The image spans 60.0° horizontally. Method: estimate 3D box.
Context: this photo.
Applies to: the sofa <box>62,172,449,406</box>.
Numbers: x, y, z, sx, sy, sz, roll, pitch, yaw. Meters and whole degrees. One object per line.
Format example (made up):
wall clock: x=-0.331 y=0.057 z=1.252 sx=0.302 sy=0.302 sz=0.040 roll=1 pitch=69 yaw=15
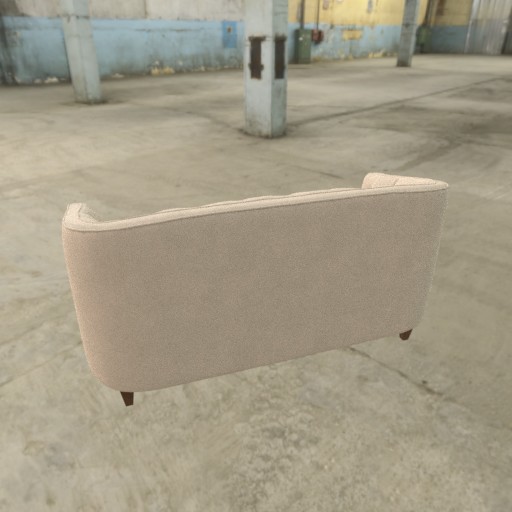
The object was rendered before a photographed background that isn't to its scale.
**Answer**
sofa: x=0.000 y=0.000 z=2.250 sx=1.731 sy=0.878 sz=0.940 roll=-9 pitch=27 yaw=-17
